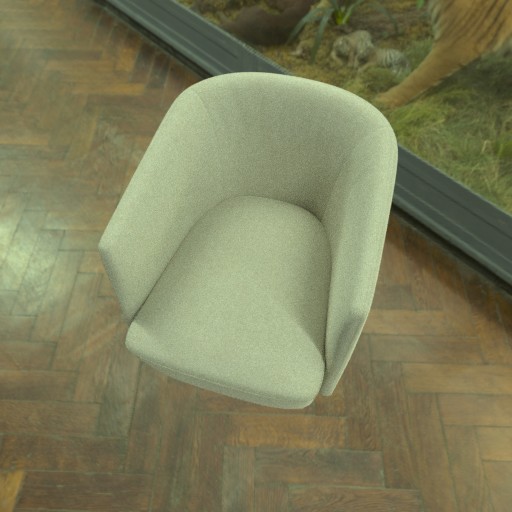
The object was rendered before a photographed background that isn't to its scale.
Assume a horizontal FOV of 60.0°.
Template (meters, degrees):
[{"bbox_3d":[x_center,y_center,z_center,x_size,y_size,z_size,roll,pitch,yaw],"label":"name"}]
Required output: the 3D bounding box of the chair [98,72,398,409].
[{"bbox_3d":[0.000,0.000,1.635,0.822,0.861,0.986,14,58,9],"label":"chair"}]
